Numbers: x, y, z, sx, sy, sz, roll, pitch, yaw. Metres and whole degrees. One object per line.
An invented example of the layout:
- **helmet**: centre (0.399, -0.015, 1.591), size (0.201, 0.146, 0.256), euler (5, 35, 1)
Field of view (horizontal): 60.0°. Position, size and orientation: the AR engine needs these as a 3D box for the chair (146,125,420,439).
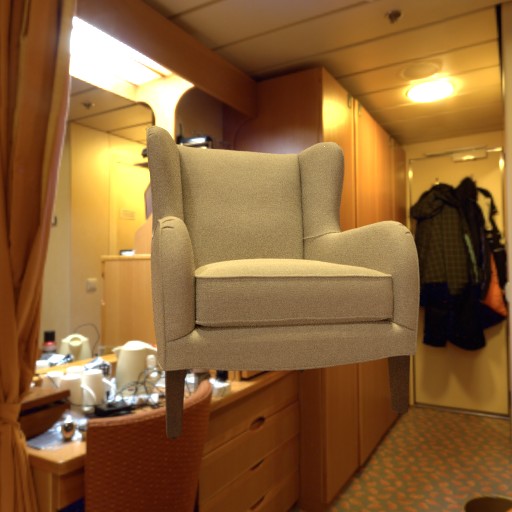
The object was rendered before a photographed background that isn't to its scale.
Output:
- **chair**: centre (0.000, 0.000, 1.742), size (0.838, 1.040, 0.966), euler (0, -2, -16)
